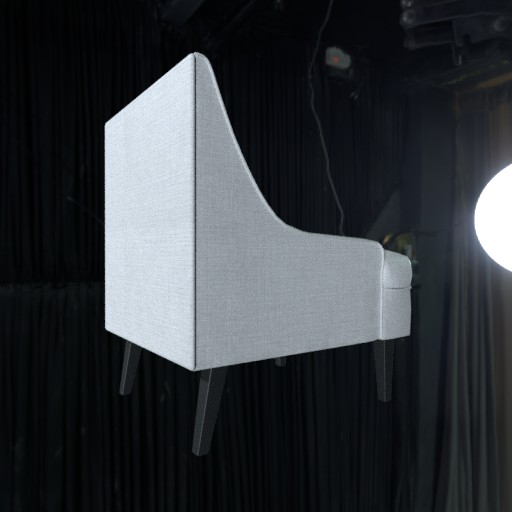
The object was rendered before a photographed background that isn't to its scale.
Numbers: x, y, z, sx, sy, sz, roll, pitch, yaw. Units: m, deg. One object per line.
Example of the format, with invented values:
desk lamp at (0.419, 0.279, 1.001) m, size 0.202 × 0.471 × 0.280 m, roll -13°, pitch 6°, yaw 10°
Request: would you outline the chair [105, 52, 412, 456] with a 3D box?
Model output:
chair at (0.000, 0.000, 1.411) m, size 0.772 × 0.891 × 0.658 m, roll 0°, pitch 0°, yaw -35°
